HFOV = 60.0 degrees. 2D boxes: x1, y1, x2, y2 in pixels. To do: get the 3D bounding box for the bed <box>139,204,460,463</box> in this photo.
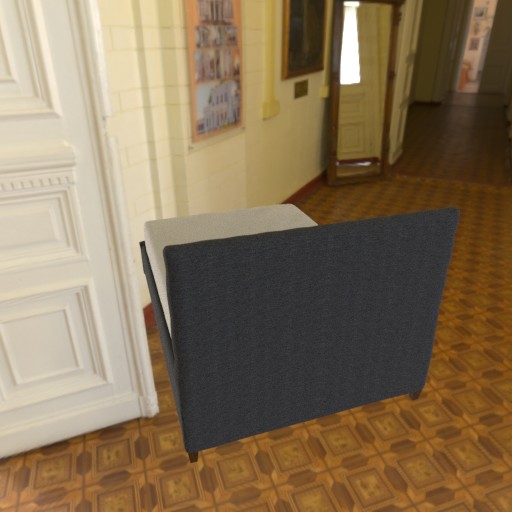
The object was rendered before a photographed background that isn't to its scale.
[{"bbox_3d":[0.000,0.000,3.573,1.698,1.427,2.387,-9,28,-17],"label":"bed"}]
